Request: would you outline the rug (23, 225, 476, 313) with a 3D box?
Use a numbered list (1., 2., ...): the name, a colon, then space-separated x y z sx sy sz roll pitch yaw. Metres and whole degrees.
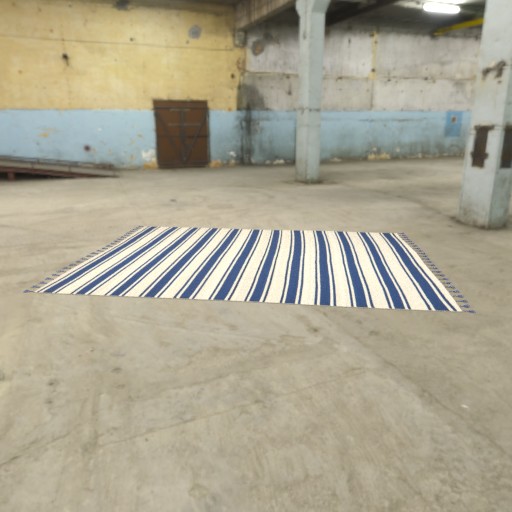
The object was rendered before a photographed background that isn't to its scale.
1. rug: 0.000 0.000 4.437 3.416 0.016 2.471 2 16 7
